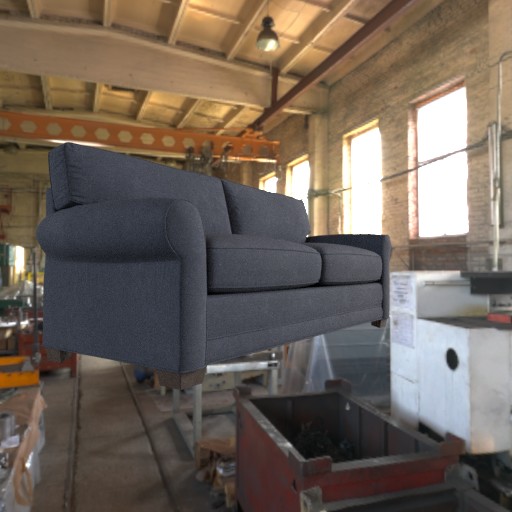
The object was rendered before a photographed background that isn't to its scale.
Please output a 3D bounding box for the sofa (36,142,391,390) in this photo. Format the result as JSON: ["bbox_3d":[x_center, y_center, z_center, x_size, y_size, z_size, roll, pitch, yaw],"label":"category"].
[{"bbox_3d":[0.000,0.000,2.727,0.954,1.026,2.391,-1,-2,36],"label":"sofa"}]
